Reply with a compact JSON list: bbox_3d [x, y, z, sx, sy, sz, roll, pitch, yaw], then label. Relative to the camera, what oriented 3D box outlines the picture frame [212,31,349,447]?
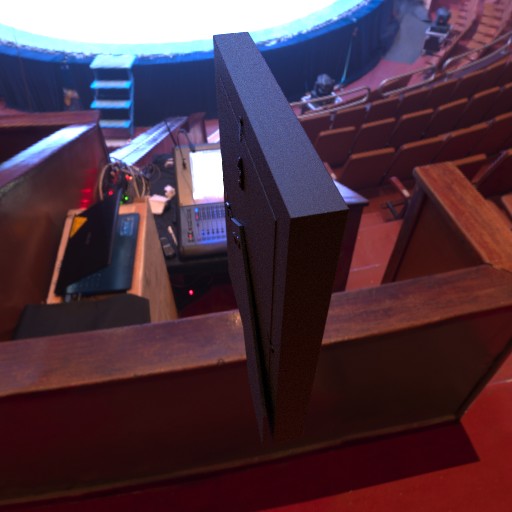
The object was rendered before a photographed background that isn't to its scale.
[{"bbox_3d":[0.000,0.000,0.277,0.028,0.208,0.157,-10,48,-9],"label":"picture frame"}]
